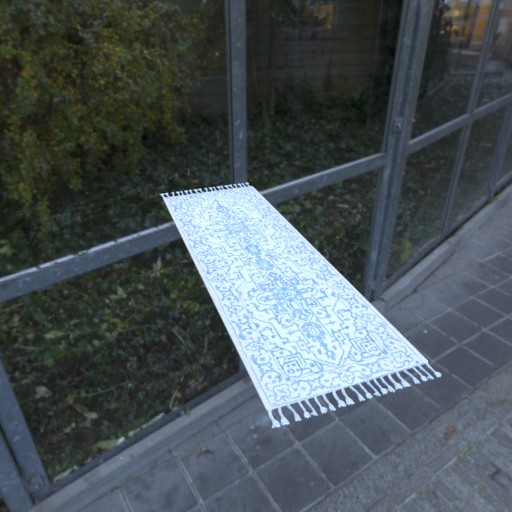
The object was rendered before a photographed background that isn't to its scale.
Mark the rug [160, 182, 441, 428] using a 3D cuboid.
[{"bbox_3d":[0.000,0.000,2.741,0.774,0.011,2.449,-10,31,-18],"label":"rug"}]
